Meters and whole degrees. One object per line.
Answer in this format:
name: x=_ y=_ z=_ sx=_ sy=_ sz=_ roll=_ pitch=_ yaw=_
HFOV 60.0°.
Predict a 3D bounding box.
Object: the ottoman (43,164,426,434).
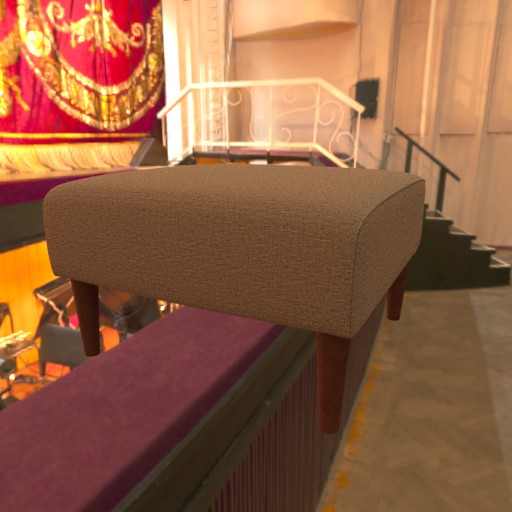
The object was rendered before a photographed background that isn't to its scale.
ottoman: x=0.000 y=0.000 z=1.032 sx=0.650 sy=0.398 sz=0.649 roll=8 pitch=17 yaw=27
